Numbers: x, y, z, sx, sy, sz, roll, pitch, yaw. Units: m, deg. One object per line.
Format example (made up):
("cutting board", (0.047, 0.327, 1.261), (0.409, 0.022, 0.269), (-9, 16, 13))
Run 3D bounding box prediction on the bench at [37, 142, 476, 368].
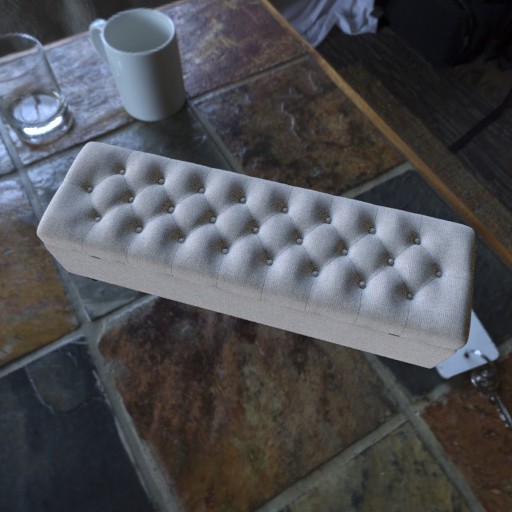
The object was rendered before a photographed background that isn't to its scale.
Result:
("bench", (0.000, 0.000, 1.719), (1.480, 0.467, 0.455), (14, 64, 7))
